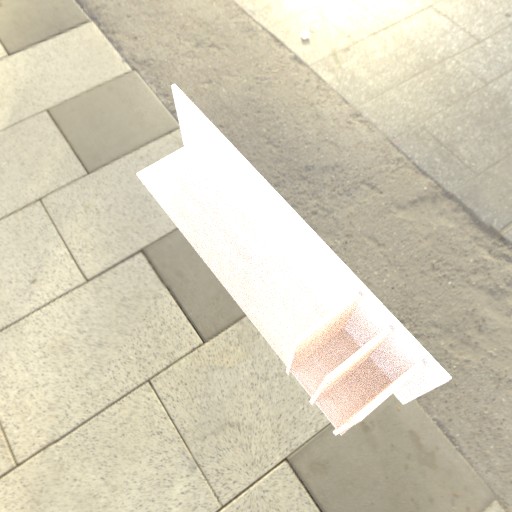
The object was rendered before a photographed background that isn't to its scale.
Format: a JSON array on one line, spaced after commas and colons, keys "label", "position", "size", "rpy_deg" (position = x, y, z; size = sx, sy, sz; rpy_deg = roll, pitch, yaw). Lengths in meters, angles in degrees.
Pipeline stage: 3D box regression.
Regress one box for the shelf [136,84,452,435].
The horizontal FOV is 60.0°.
[{"label": "shelf", "position": [0.000, 0.000, 1.166], "size": [0.200, 0.300, 1.020], "rpy_deg": [-34, 68, -16]}]
